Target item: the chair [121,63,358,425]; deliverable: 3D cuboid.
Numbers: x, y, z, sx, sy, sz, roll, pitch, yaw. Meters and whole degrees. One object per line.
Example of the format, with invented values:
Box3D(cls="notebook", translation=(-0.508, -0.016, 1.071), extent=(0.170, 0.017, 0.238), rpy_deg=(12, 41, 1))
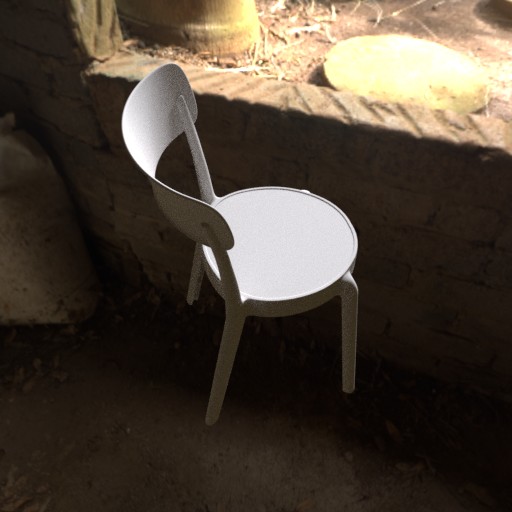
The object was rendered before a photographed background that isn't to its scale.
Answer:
Box3D(cls="chair", translation=(0.000, 0.000, 1.106), extent=(0.491, 0.790, 0.506), rpy_deg=(-9, 47, -9))
